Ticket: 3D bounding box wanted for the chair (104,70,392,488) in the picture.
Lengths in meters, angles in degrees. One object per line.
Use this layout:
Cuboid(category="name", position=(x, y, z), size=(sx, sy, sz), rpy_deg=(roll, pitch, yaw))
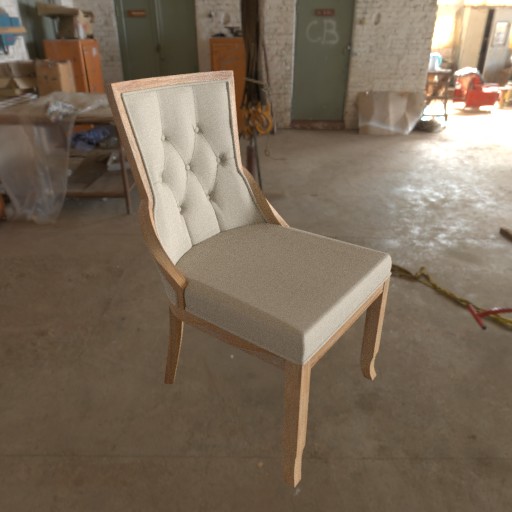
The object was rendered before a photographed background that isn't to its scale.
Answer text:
Cuboid(category="chair", position=(0.000, 0.000, 1.291), size=(0.641, 0.947, 0.524), rpy_deg=(19, 33, 32))
